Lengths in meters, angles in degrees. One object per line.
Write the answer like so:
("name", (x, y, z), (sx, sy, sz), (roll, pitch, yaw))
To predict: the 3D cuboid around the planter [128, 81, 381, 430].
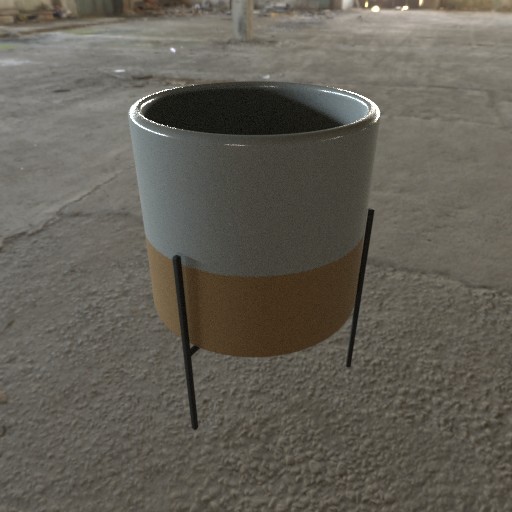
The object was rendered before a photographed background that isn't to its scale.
("planter", (0.000, 0.000, 0.648), (0.310, 0.432, 0.310), (10, 33, 16))
